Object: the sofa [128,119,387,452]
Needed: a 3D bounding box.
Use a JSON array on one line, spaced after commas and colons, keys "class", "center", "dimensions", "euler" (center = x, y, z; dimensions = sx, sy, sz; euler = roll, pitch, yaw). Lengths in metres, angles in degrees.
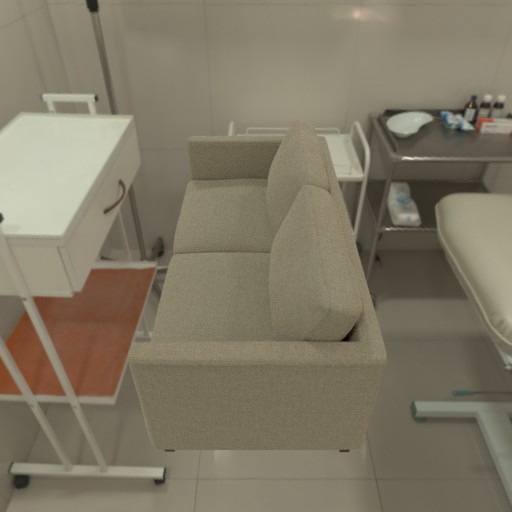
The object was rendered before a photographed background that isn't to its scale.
[{"class": "sofa", "center": [0.000, 0.000, 2.441], "dimensions": [0.951, 0.947, 1.884], "euler": [0, 39, 0]}]
